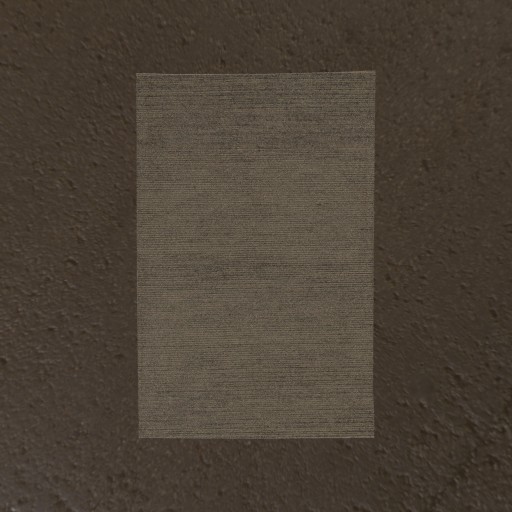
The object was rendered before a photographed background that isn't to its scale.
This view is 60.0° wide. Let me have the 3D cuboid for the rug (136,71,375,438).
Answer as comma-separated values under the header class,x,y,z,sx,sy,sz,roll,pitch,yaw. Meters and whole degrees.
class,x,y,z,sx,sy,sz,roll,pitch,yaw
rug,0.000,0.000,2.136,1.149,0.021,1.773,0,91,0
